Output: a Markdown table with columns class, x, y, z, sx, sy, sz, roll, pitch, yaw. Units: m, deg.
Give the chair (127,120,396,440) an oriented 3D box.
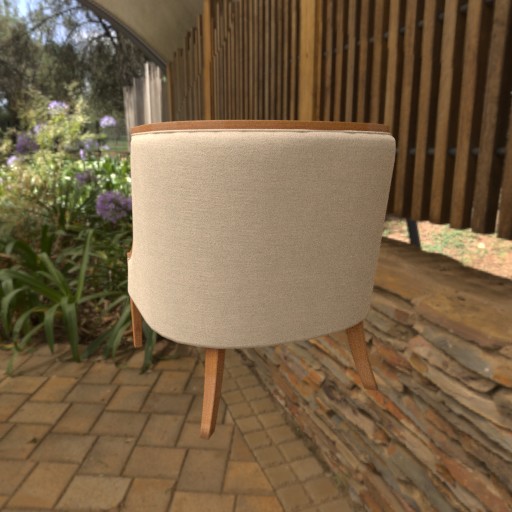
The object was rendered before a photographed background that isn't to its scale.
| class | x | y | z | sx | sy | sz | roll | pitch | yaw |
| --- | --- | --- | --- | --- | --- | --- | --- | --- | --- |
| chair | 0.000 | 0.000 | 1.398 | 0.711 | 0.775 | 0.757 | -6 | 15 | -25 |
